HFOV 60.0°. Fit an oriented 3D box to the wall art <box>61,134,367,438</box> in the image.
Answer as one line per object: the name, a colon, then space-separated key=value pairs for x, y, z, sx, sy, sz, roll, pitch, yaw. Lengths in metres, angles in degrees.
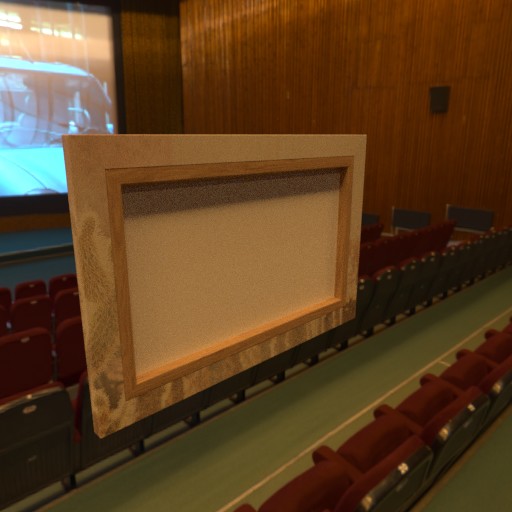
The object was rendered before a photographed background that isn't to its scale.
wall art: x=0.000 y=0.000 z=1.437 sx=1.142 sy=0.758 sz=0.041 roll=-14 pitch=21 yaw=-42
